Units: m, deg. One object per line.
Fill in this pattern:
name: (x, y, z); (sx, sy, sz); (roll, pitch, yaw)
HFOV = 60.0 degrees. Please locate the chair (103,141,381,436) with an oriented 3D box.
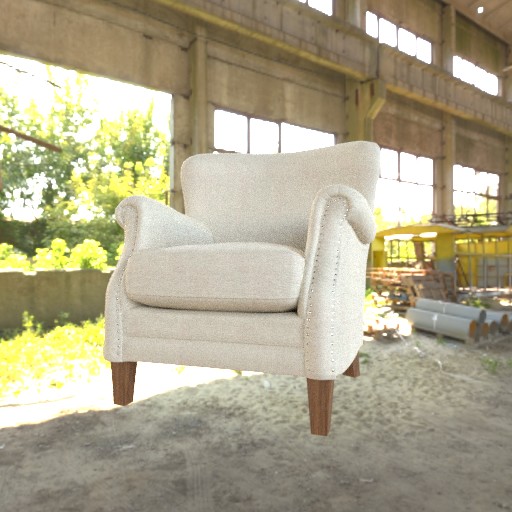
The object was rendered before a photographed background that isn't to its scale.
chair: (0.000, 0.000, 1.629); (0.861, 0.936, 0.921); (0, 0, 19)
